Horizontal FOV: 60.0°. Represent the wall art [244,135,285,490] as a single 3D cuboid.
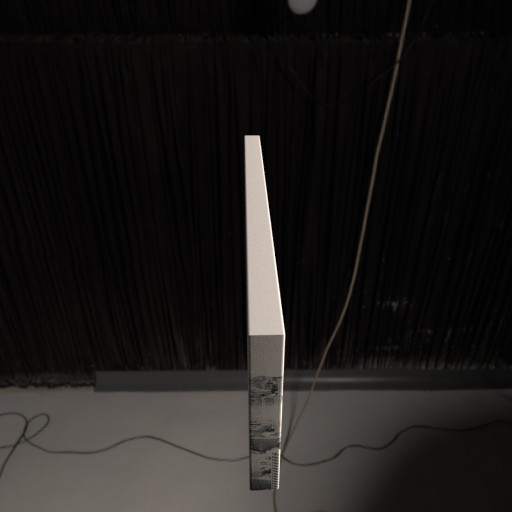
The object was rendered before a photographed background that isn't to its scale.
[{"bbox_3d":[0.000,0.000,0.835,0.038,0.255,0.763,-1,30,-1],"label":"wall art"}]
